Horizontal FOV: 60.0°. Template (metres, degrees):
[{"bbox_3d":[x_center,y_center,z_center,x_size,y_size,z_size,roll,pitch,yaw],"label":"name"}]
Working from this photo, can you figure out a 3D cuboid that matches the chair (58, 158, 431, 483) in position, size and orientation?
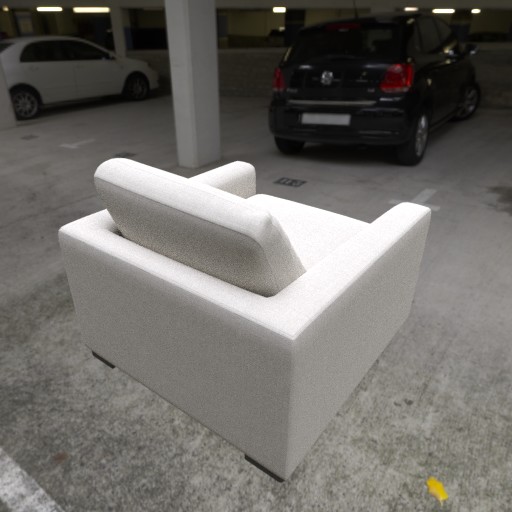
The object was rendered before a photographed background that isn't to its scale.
[{"bbox_3d":[0.000,0.000,1.852,1.070,0.876,1.100,20,35,32],"label":"chair"}]
